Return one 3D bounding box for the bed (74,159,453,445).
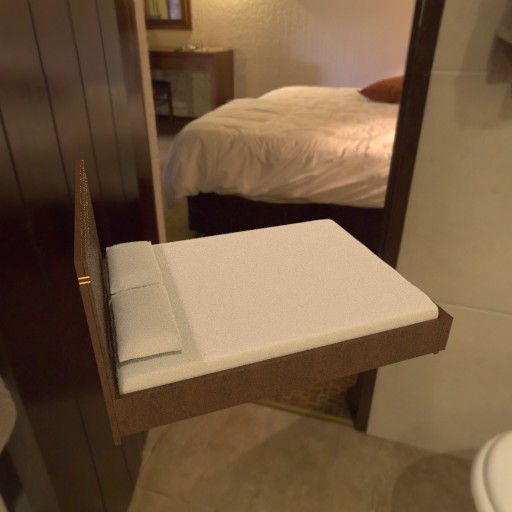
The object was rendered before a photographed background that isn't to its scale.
[{"bbox_3d":[0.000,0.000,3.172,2.221,1.169,1.613,-10,30,-17],"label":"bed"}]
